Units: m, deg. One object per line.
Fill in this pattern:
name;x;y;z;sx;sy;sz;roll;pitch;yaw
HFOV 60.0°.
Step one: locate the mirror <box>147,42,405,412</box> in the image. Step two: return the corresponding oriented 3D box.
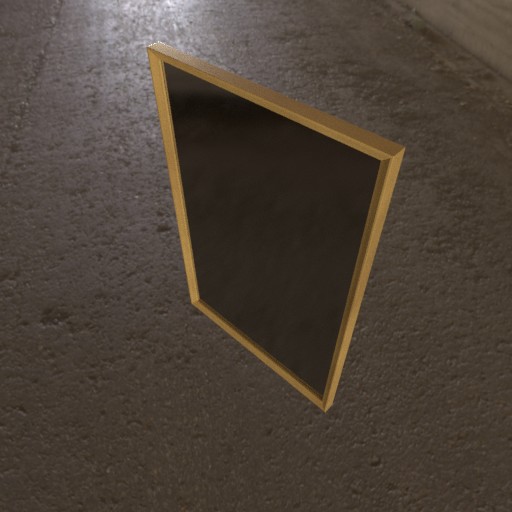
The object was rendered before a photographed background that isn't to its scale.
mirror;0.000;0.000;1.161;0.609;0.915;0.041;34;55;28
